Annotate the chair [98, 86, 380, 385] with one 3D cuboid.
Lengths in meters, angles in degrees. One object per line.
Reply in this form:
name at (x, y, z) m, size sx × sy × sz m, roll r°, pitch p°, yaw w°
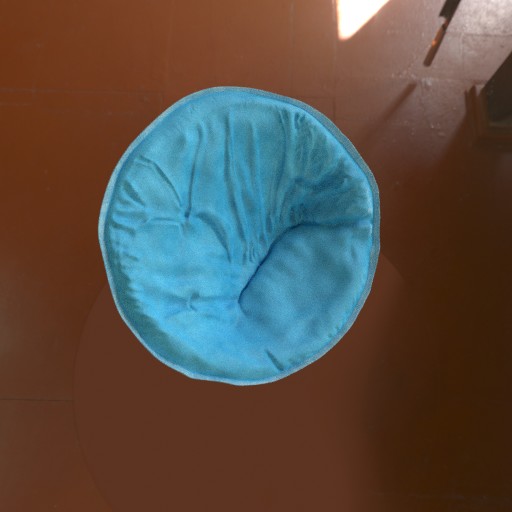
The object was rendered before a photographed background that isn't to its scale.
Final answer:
chair at (0.000, 0.000, 0.890) m, size 0.465 × 0.478 × 0.520 m, roll 35°, pitch 78°, yaw 8°
